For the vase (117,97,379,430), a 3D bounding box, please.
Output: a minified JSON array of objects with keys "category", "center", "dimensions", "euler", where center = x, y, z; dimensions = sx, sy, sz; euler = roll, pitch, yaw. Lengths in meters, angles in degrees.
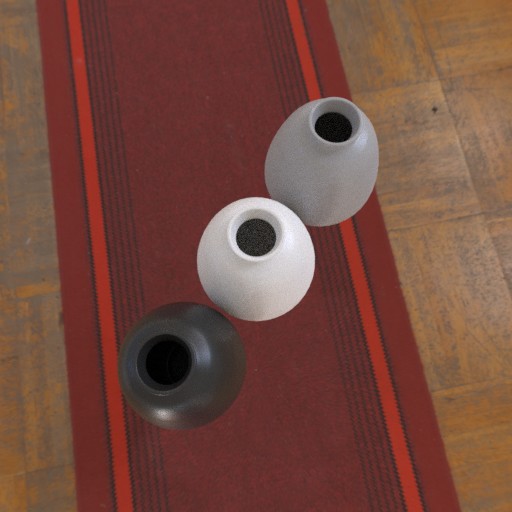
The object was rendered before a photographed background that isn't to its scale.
[{"category":"vase","center":[0.000,0.000,0.351],"dimensions":[0.097,0.122,0.297],"euler":[33,78,8]}]
